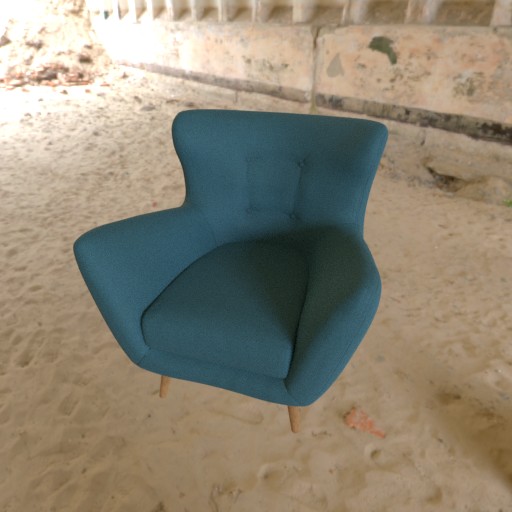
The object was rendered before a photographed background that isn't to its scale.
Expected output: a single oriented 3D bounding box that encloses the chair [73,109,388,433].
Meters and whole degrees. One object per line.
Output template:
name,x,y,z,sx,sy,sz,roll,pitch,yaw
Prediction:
chair,0.000,0.000,1.599,0.890,0.889,0.889,9,30,16
